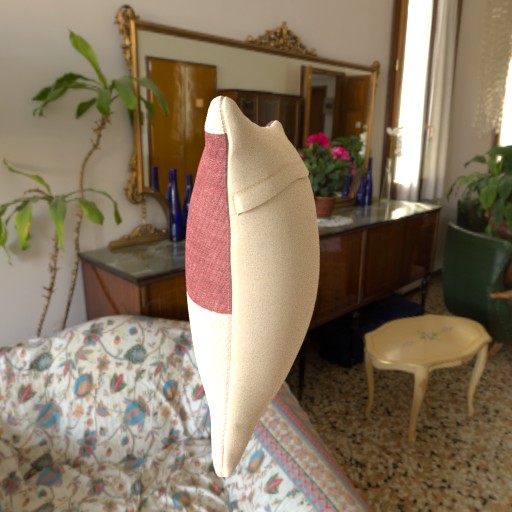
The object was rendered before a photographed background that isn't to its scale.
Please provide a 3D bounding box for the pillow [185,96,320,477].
[{"bbox_3d":[0.000,0.000,0.803,0.229,0.506,0.536,3,15,9],"label":"pillow"}]
